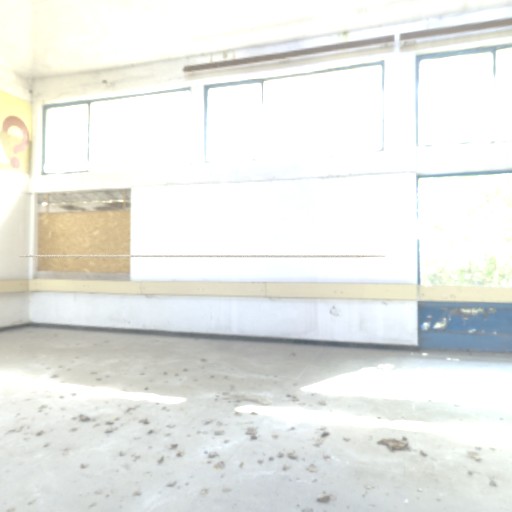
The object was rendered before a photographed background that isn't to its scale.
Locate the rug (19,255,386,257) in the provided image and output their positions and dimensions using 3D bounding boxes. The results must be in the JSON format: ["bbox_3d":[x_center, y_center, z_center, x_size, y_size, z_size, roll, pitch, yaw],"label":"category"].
[{"bbox_3d":[0.000,0.000,2.295,1.220,0.007,1.828,0,0,19],"label":"rug"}]
